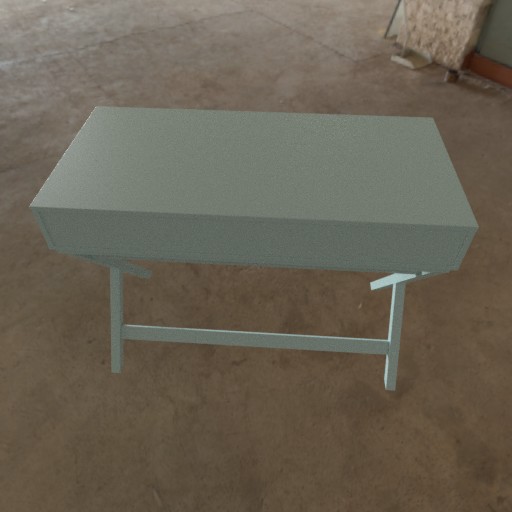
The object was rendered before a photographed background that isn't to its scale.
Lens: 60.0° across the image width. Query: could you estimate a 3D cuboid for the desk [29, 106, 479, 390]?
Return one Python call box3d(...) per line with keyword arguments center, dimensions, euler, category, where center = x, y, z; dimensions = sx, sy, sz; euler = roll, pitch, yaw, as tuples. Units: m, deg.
box3d(center=(0.000, 0.000, 1.494), dimensions=(1.059, 0.780, 0.509), euler=(3, 46, 3), category="desk")
